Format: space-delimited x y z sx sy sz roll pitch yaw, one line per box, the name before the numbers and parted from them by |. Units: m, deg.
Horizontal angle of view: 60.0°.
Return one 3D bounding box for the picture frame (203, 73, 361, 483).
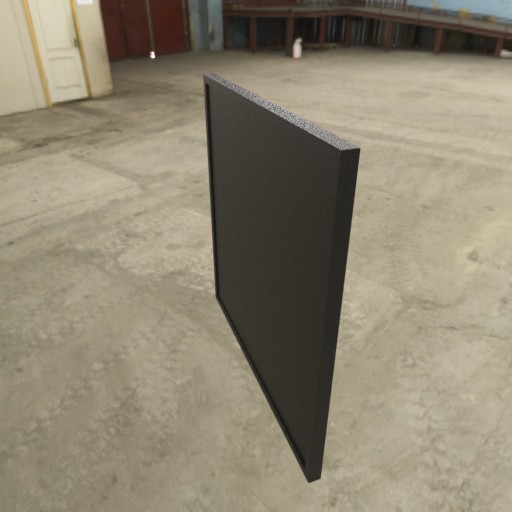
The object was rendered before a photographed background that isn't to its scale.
picture frame | 0.000 0.000 1.137 0.032 0.775 0.775 -11 32 -17
